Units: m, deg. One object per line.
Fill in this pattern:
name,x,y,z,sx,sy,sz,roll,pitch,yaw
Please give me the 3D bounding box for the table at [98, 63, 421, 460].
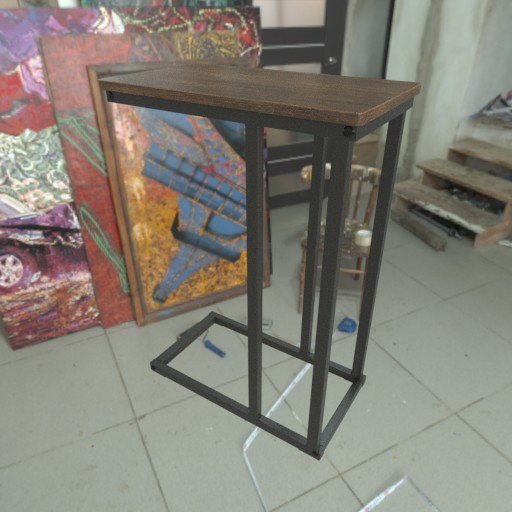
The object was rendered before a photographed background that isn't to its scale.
table,0.000,0.000,0.858,0.450,0.637,0.254,18,35,28
